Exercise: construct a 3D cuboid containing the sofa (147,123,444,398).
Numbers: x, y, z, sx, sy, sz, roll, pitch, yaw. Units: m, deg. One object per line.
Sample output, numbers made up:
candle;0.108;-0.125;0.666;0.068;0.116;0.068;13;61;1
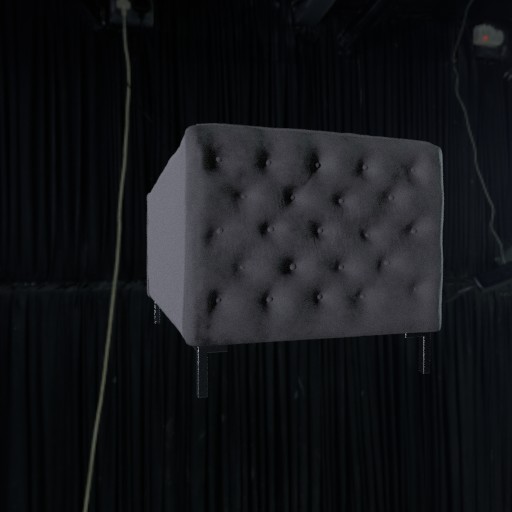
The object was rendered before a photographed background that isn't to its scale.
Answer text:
sofa;0.000;0.000;2.111;0.909;0.810;1.583;0;0;-18
